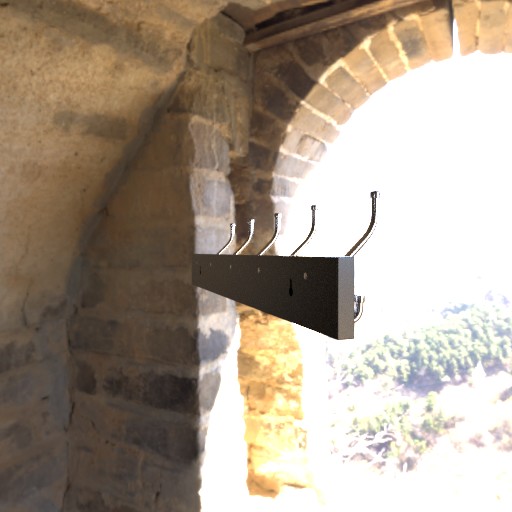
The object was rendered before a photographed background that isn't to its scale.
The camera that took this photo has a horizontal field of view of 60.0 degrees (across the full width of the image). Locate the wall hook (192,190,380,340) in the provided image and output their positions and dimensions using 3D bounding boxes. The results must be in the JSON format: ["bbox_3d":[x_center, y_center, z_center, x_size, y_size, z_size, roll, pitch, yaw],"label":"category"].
[{"bbox_3d":[0.000,0.000,0.597,0.071,0.117,0.571,0,1,-19],"label":"wall hook"}]
